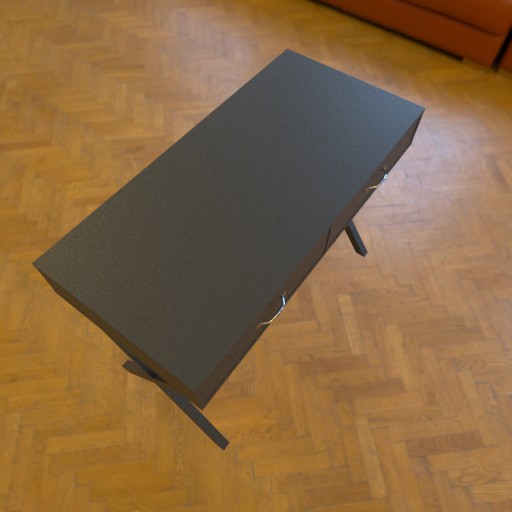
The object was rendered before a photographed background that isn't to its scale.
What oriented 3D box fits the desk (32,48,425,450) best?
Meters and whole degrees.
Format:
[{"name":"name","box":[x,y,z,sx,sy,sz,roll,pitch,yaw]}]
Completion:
[{"name":"desk","box":[0.000,0.000,1.512,0.525,0.780,1.057,32,63,19]}]
